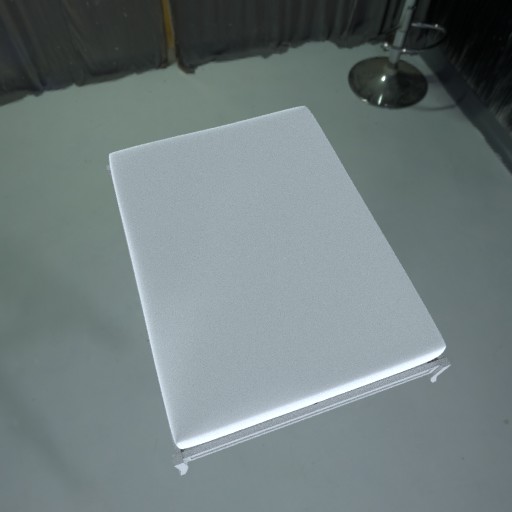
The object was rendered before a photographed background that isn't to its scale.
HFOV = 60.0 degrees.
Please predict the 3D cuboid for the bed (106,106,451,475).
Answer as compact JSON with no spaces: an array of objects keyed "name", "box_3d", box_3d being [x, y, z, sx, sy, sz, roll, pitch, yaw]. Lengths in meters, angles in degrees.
[{"name":"bed","box_3d":[0.000,0.000,2.865,1.604,0.510,2.108,-16,61,-10]}]
